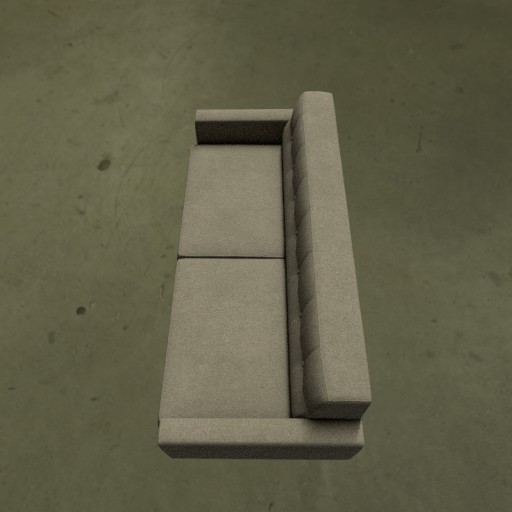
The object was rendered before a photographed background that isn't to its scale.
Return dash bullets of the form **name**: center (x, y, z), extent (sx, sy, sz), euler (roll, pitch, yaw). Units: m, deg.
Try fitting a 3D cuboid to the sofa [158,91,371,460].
- **sofa**: center (0.000, 0.000, 2.465), extent (0.909, 0.841, 2.029), euler (0, 58, 0)
